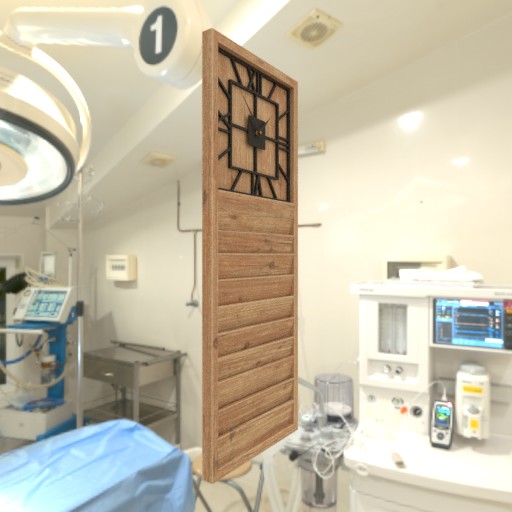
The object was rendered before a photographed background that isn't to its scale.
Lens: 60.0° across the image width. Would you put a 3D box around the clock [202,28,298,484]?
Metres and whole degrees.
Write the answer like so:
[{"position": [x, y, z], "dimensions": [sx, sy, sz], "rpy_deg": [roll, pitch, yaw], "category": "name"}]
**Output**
[{"position": [0.000, 0.000, 1.091], "dimensions": [0.030, 0.965, 0.361], "rpy_deg": [0, 0, 35], "category": "clock"}]
